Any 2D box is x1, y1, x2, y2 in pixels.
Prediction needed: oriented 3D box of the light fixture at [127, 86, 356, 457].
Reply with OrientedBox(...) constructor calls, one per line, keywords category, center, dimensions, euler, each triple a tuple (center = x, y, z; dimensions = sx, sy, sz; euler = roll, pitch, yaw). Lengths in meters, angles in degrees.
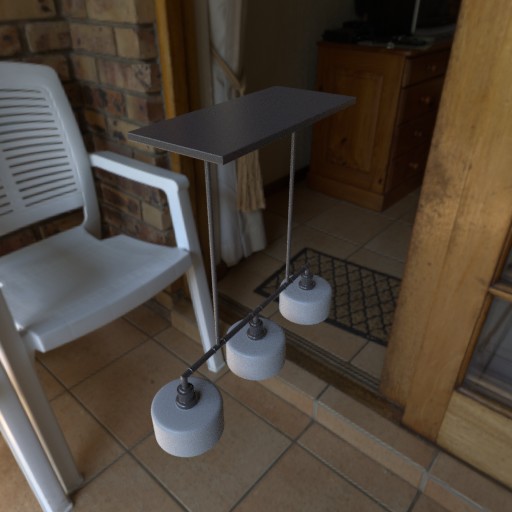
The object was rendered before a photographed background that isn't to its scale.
OrientedBox(category="light fixture", center=(0.000, 0.000, 0.875), dimensions=(0.177, 0.557, 0.582), euler=(21, 38, 29))
